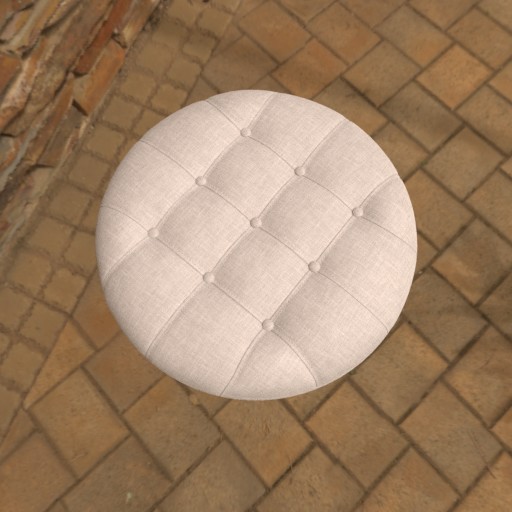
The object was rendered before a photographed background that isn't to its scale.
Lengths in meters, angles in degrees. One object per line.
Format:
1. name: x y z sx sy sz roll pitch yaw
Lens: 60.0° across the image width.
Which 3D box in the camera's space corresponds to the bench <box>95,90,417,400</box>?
1. bench: 0.000 0.000 0.979 0.600 0.453 0.600 0 74 0
